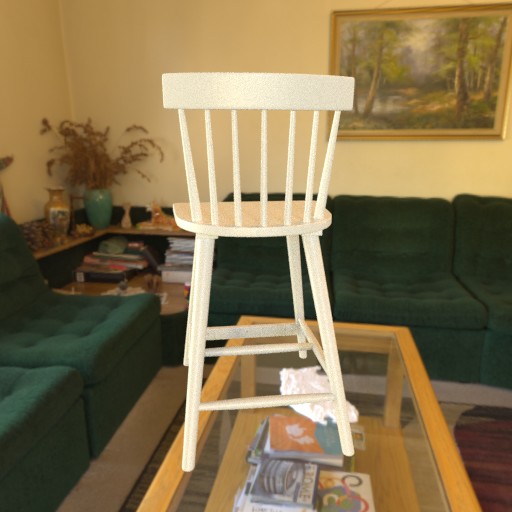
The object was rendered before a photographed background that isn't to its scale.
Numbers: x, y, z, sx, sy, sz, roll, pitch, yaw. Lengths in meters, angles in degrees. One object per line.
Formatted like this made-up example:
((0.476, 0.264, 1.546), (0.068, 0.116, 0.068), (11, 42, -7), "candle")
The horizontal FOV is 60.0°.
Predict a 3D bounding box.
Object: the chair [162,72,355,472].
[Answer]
((0.000, 0.000, 1.282), (0.483, 0.952, 0.572), (-2, 14, -7), "chair")
